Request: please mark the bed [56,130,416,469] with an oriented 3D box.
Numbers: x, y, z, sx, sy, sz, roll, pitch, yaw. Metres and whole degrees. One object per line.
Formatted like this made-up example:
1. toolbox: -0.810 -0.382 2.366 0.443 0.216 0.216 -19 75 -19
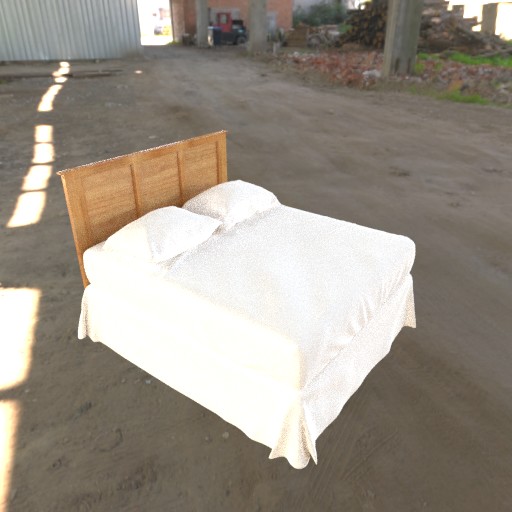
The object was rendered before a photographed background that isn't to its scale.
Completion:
1. bed: 0.000 0.000 3.201 2.035 1.273 1.870 19 33 32
